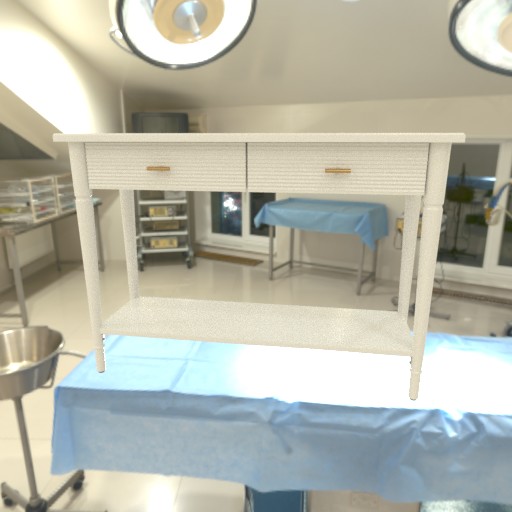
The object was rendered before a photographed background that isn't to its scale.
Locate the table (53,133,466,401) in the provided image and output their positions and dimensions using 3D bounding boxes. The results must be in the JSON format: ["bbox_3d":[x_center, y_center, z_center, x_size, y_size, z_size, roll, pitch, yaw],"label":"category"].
[{"bbox_3d":[0.000,0.000,1.408,1.067,0.749,0.381,2,15,9],"label":"table"}]
